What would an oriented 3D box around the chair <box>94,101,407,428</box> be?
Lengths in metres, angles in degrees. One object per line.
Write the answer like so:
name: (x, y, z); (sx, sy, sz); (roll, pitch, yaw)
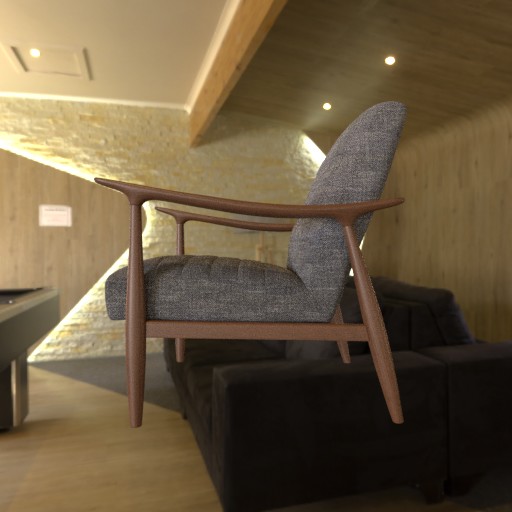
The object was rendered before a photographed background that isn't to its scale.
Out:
chair: (0.000, 0.000, 1.415); (0.798, 0.832, 0.741); (0, 0, 0)
